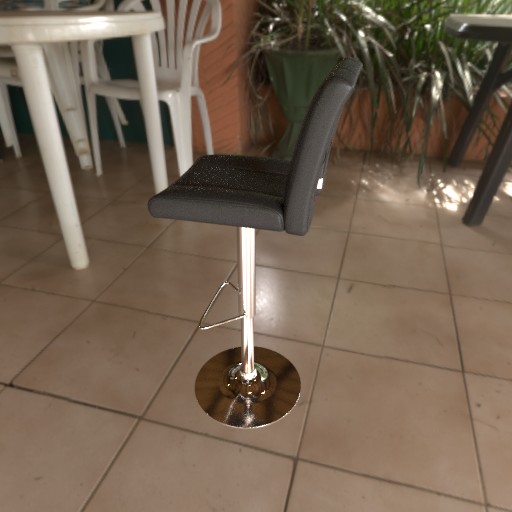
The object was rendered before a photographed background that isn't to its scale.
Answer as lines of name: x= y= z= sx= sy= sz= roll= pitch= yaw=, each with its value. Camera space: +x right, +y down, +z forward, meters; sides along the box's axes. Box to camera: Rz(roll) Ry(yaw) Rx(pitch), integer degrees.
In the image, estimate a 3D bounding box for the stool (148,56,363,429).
stool: x=0.000 y=0.000 z=1.413 sx=0.520 sy=1.151 sz=0.415 roll=8 pitch=31 yaw=13
